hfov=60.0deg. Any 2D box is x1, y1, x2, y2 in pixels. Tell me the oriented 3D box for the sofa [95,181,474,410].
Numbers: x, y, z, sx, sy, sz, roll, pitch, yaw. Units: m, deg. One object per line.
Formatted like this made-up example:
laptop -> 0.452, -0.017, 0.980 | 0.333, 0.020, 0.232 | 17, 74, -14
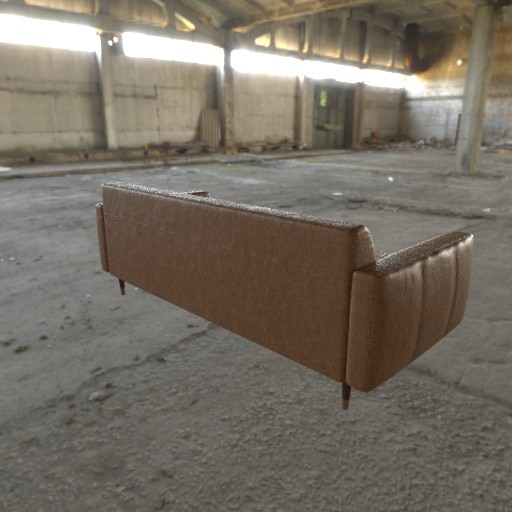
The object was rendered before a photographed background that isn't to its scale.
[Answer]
sofa -> 0.000, 0.000, 2.748 | 2.291, 0.821, 0.990 | 16, 23, 43
